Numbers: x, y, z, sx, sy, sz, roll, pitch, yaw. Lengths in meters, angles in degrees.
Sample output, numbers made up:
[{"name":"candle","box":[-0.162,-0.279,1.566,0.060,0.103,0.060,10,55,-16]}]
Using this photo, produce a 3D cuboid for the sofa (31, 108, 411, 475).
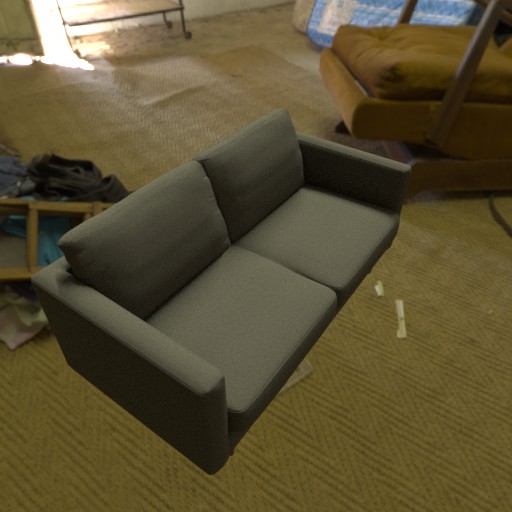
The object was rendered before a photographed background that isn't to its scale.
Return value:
[{"name":"sofa","box":[0.000,0.000,2.165,0.940,0.866,1.713,25,47,26]}]
